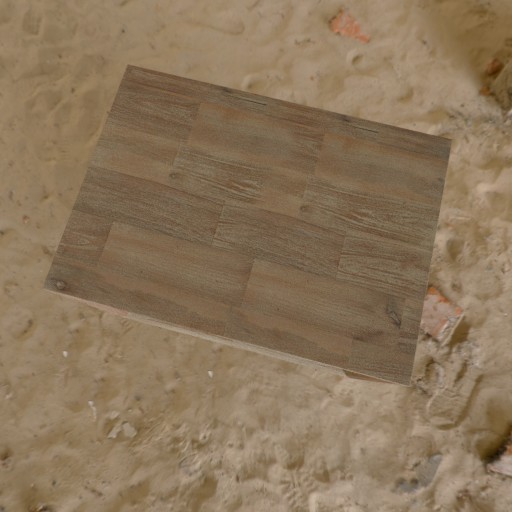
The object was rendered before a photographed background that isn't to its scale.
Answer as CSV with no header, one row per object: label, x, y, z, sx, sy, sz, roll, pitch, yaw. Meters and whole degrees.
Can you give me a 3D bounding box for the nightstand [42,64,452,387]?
nightstand,0.000,0.000,0.971,0.552,0.589,0.396,14,77,3
